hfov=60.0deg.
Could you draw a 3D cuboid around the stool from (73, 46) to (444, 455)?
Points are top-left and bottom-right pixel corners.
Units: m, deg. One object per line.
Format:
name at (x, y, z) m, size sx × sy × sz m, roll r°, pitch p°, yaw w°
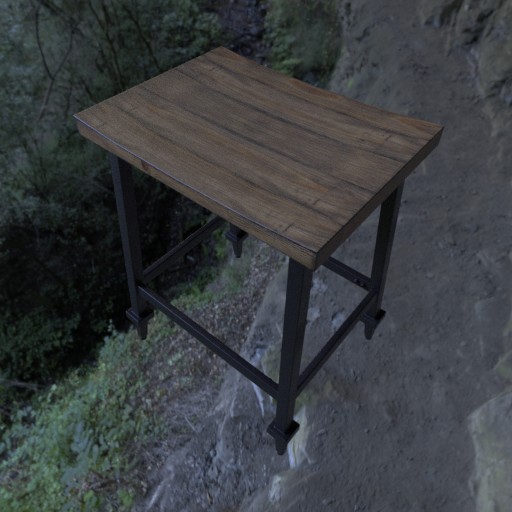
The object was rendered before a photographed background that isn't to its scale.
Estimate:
stool at (0.000, 0.000, 0.923) m, size 0.486 × 0.625 × 0.405 m, roll 31°, pitch 55°, yaw 26°
